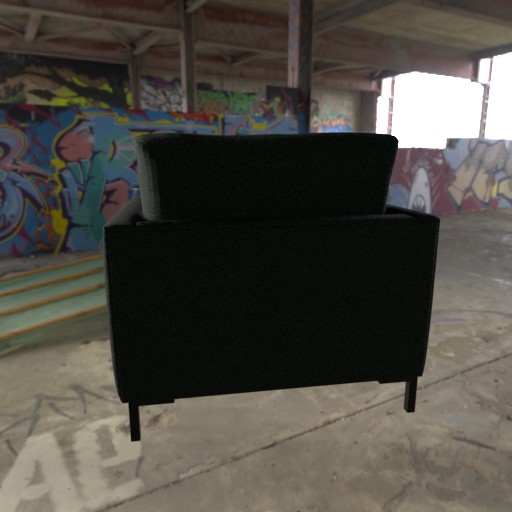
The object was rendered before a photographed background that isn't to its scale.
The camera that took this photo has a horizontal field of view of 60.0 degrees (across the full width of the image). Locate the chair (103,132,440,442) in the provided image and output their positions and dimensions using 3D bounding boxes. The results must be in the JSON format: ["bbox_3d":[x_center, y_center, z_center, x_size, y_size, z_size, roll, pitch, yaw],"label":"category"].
[{"bbox_3d":[0.000,0.000,1.639,0.963,0.861,0.866,-2,13,-10],"label":"chair"}]
